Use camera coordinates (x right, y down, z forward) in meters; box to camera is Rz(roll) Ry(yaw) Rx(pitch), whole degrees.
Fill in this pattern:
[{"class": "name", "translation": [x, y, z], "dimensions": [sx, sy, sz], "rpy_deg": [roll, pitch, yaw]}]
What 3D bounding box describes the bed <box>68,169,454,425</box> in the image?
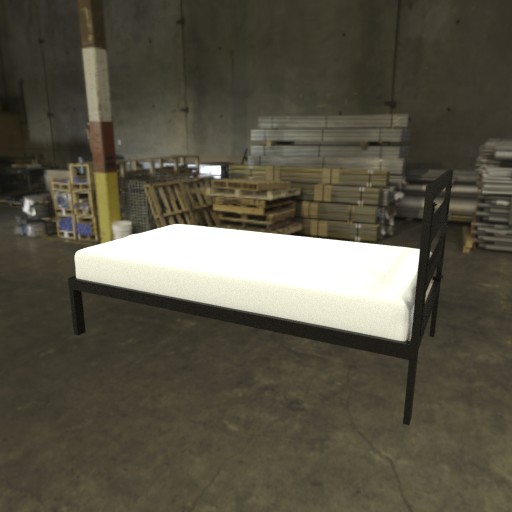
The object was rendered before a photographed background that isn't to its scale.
[{"class": "bed", "translation": [0.000, 0.000, 2.525], "dimensions": [1.930, 0.967, 0.991], "rpy_deg": [7, 17, 26]}]
